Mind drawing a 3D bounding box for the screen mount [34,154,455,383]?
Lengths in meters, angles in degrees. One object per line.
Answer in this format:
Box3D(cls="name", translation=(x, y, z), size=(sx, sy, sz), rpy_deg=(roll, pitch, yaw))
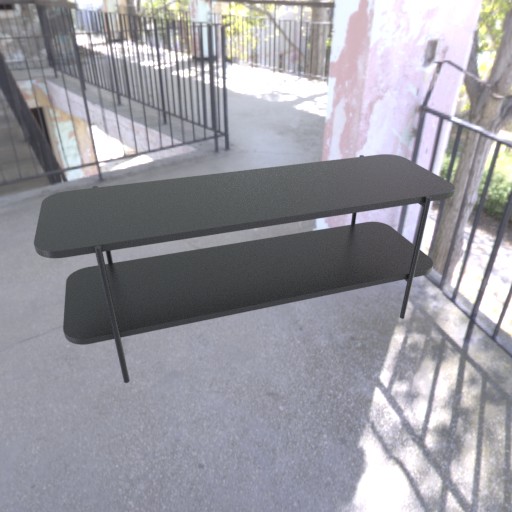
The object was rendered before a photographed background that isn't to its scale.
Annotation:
Box3D(cls="screen mount", translation=(0.000, 0.000, 1.435), size=(1.200, 0.447, 0.400), rpy_deg=(-10, 33, -15))
